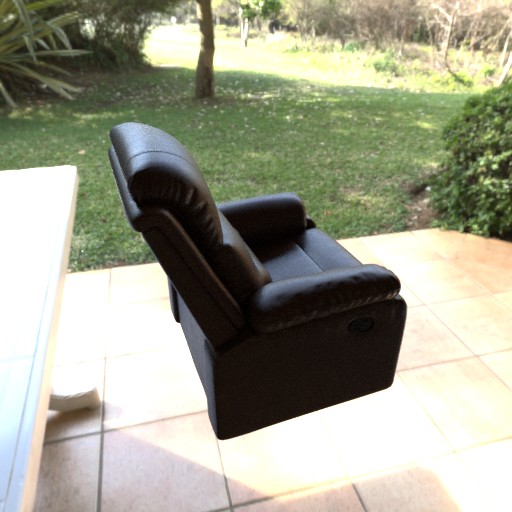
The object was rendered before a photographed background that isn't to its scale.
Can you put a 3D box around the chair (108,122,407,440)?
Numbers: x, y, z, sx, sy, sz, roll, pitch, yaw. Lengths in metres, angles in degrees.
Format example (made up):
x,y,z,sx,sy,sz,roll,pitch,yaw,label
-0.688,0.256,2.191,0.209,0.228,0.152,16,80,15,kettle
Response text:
x,y,z,sx,sy,sz,roll,pitch,yaw,label
0.000,0.000,1.672,0.919,0.992,0.855,-11,31,-18,chair
